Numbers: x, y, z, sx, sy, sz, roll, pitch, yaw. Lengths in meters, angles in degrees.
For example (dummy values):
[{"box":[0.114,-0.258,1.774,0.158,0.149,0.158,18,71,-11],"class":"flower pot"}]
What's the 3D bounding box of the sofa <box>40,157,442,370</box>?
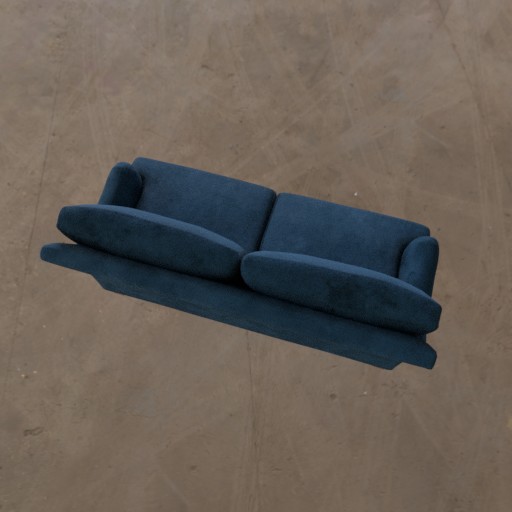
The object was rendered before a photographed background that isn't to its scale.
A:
[{"box":[0.000,0.000,2.806,2.141,1.101,1.084,15,65,7],"class":"sofa"}]
